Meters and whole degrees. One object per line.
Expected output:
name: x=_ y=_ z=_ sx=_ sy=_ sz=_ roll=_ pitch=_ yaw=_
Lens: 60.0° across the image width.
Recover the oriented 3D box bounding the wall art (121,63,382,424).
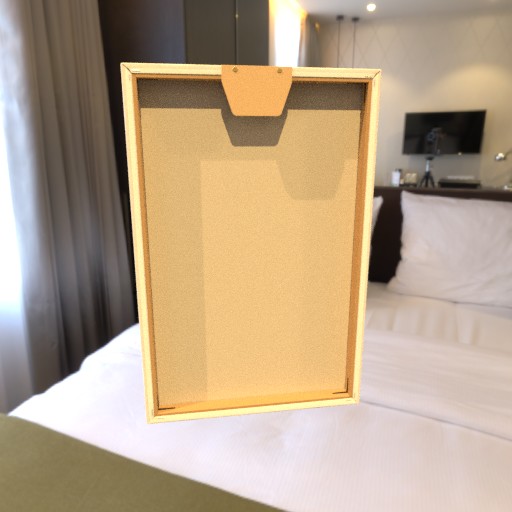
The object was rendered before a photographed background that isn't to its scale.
wall art: x=0.000 y=0.000 z=1.138 sx=0.602 sy=0.902 sz=0.048 roll=-2 pitch=15 yaw=-9
